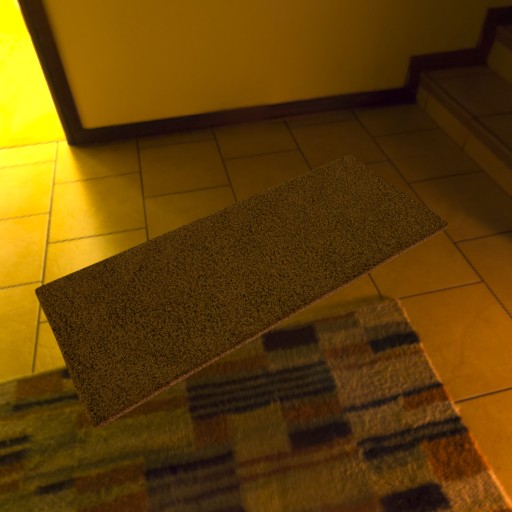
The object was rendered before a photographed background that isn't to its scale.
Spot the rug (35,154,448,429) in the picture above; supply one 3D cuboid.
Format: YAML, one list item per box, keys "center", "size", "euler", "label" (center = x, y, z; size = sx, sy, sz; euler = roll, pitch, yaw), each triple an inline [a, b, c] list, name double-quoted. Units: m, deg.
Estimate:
- center: [0.000, 0.000, 1.721]
  size: [1.524, 0.030, 0.609]
  euler: [-26, 52, -22]
  label: "rug"
